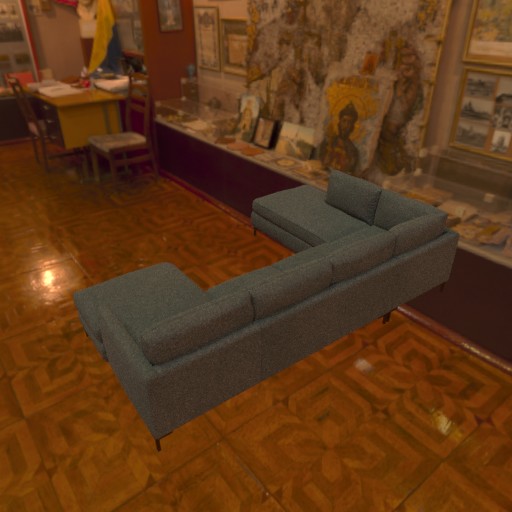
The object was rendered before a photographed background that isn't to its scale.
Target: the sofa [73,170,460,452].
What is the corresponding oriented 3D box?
[{"bbox_3d":[0.000,0.000,3.864,2.956,0.813,2.007,-20,36,-31],"label":"sofa"}]
